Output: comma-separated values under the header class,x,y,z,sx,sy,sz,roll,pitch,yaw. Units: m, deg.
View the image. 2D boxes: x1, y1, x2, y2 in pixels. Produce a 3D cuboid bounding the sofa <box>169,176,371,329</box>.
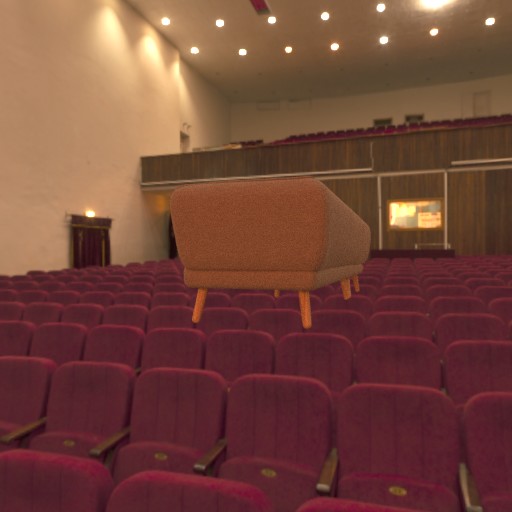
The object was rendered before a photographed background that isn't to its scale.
class,x,y,z,sx,sy,sz,roll,pitch,yaw
sofa,0.000,0.000,3.385,1.532,0.693,2.653,0,0,18
